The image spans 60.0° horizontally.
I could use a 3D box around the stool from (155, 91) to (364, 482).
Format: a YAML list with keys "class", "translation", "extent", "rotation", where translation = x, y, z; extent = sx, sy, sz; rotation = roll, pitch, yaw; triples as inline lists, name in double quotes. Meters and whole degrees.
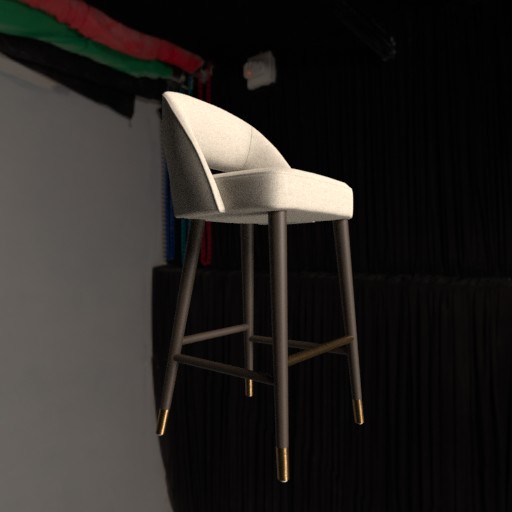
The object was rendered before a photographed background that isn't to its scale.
- class: "stool"
  translation: [0.000, 0.000, 1.343]
  extent: [0.509, 1.037, 0.494]
  rotation: [1, 1, 37]
